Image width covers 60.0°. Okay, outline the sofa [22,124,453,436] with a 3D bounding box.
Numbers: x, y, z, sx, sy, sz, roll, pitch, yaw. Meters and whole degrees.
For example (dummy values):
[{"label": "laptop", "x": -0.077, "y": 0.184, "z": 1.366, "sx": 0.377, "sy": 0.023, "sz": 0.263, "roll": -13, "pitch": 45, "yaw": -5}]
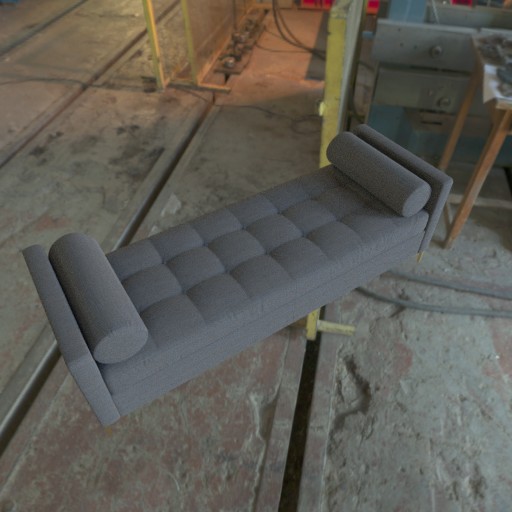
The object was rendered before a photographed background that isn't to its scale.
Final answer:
[{"label": "sofa", "x": 0.000, "y": 0.000, "z": 2.298, "sx": 1.981, "sy": 0.635, "sz": 0.686, "roll": -25, "pitch": 51, "yaw": -22}]
